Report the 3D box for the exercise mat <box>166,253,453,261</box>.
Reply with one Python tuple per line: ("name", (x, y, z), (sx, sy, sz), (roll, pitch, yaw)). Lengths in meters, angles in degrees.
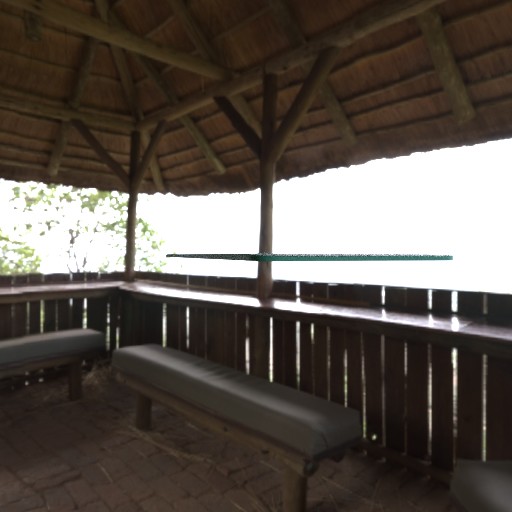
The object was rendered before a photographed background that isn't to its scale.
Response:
("exercise mat", (0.000, 0.000, 2.031), (0.616, 0.021, 1.869), (0, 0, -18))
